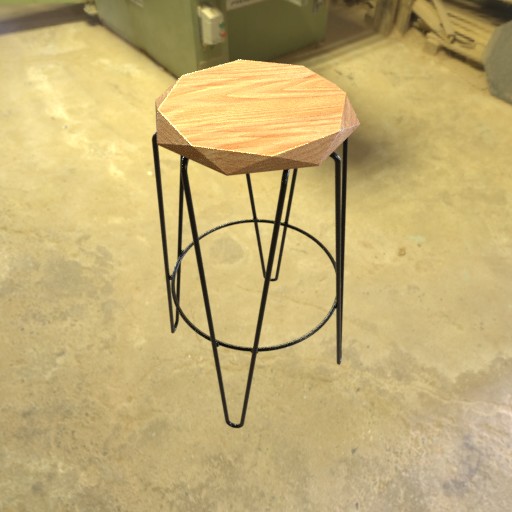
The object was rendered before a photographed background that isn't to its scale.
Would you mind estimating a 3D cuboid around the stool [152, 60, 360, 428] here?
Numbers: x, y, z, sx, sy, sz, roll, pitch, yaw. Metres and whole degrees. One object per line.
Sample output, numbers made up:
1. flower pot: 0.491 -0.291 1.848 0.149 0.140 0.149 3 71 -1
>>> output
1. stool: 0.000 0.000 0.812 0.326 0.610 0.326 -25 52 -21
